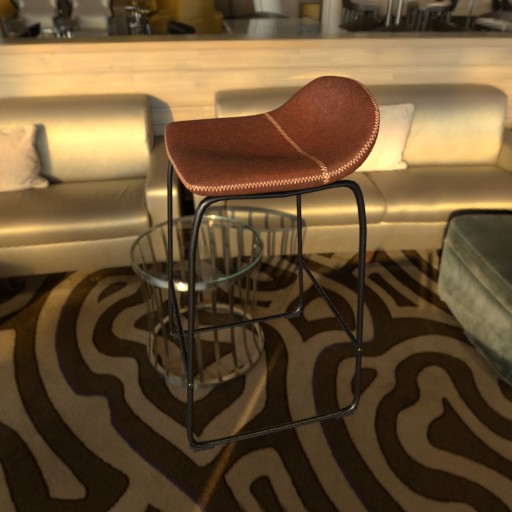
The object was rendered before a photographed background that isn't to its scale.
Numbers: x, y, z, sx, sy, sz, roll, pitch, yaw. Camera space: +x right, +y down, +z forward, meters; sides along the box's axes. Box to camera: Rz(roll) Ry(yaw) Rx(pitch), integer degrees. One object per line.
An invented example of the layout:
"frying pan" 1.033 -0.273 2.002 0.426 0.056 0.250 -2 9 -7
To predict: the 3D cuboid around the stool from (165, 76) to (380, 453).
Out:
"stool" 0.000 0.000 1.137 0.473 0.830 0.454 -8 33 -13
